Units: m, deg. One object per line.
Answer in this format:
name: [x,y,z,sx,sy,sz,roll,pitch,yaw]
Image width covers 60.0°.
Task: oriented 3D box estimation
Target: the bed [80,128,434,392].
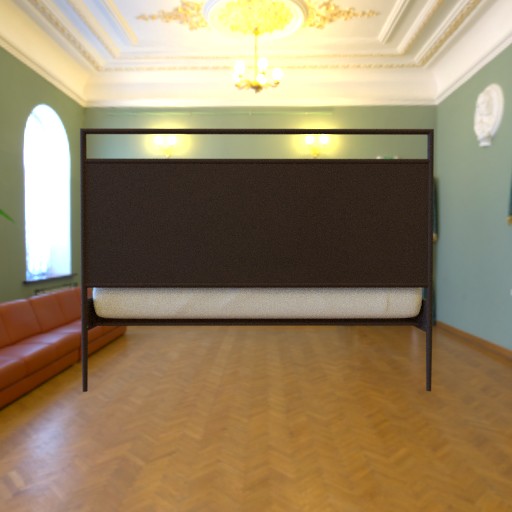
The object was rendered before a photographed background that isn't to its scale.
bed: [0.000,0.000,3.030,1.572,1.173,2.122,0,1,0]
